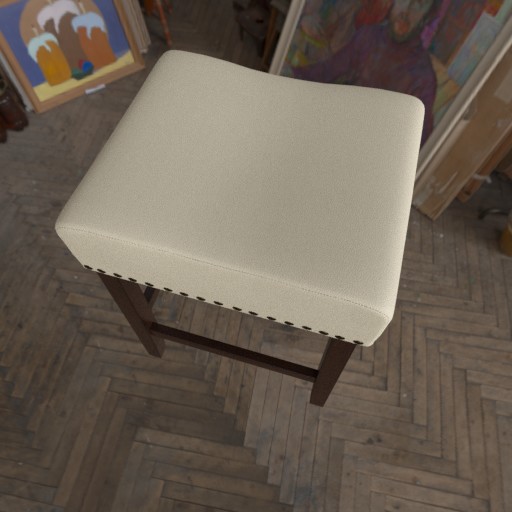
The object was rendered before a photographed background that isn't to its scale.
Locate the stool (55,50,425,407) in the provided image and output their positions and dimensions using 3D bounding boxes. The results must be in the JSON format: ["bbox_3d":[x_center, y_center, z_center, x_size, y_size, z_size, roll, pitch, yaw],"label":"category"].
[{"bbox_3d":[0.000,0.000,0.911,0.471,0.609,0.401,14,61,8],"label":"stool"}]
